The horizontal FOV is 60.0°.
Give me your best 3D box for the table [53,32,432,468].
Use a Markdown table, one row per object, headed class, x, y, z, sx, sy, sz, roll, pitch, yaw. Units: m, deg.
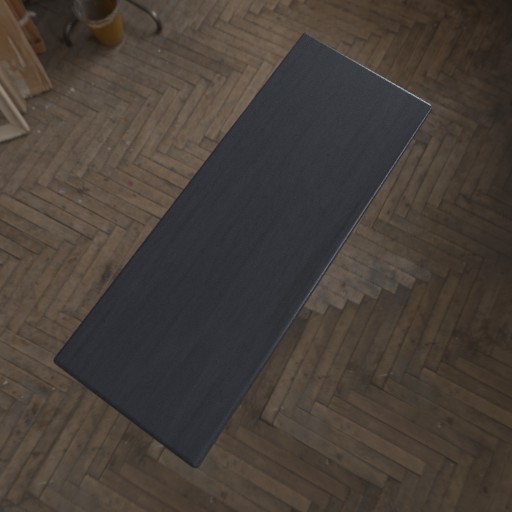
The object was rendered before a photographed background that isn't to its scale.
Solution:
| class | x | y | z | sx | sy | sz | roll | pitch | yaw |
| --- | --- | --- | --- | --- | --- | --- | --- | --- | --- |
| table | 0.000 | 0.000 | 1.562 | 0.459 | 0.735 | 1.184 | 34 | 79 | 7 |
